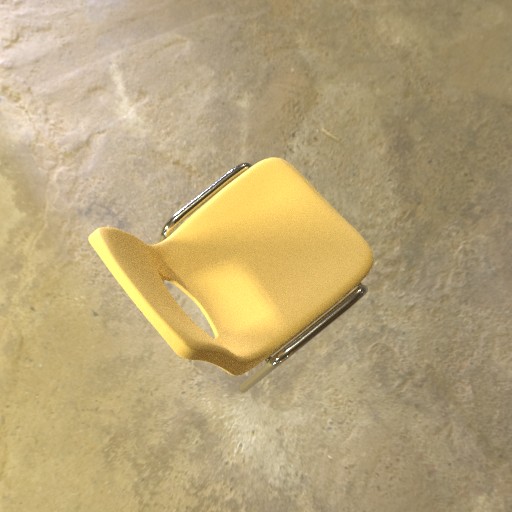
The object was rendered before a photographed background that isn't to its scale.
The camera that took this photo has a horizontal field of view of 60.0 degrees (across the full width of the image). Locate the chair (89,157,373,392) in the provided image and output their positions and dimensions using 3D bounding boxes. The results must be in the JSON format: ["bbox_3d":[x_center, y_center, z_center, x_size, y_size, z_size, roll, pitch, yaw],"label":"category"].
[{"bbox_3d":[0.000,0.000,0.793,0.385,0.536,0.354,-39,77,-11],"label":"chair"}]
